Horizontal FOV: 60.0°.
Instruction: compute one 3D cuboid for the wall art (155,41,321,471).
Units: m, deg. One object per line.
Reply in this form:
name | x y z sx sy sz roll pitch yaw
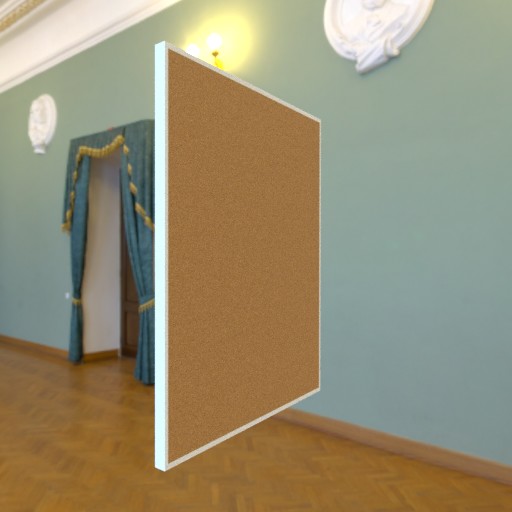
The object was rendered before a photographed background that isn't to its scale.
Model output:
wall art | 0.000 0.000 1.410 0.039 1.050 0.795 0 0 36
